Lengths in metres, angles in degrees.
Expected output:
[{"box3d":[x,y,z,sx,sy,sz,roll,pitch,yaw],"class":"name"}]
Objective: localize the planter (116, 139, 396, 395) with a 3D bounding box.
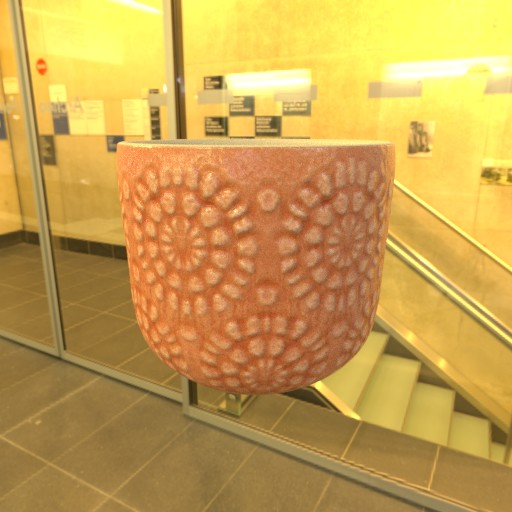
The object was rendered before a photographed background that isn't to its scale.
[{"box3d":[0.000,0.000,0.218,0.124,0.109,0.124,0,16,0],"class":"planter"}]
